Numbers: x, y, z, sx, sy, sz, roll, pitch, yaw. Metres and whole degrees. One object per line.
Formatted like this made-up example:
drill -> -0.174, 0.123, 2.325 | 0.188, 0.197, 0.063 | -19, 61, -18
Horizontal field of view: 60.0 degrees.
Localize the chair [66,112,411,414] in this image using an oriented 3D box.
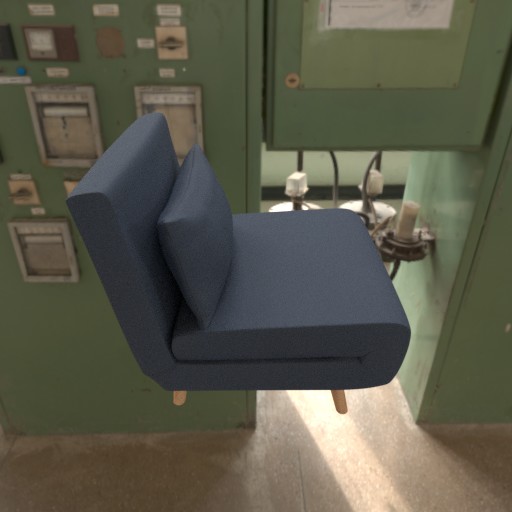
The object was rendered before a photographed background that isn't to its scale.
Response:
chair -> 0.000, 0.000, 1.530 | 0.900, 0.808, 0.770 | 0, 31, 0
